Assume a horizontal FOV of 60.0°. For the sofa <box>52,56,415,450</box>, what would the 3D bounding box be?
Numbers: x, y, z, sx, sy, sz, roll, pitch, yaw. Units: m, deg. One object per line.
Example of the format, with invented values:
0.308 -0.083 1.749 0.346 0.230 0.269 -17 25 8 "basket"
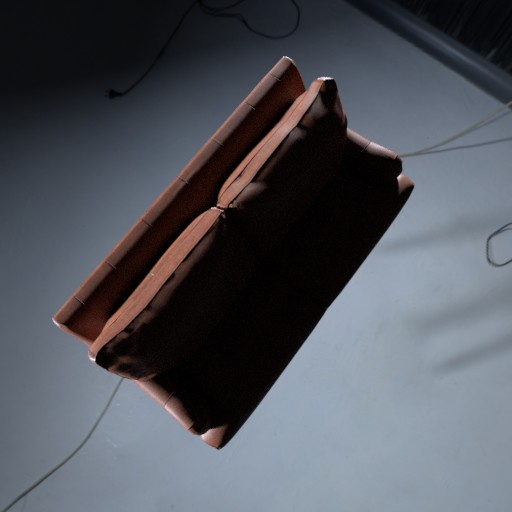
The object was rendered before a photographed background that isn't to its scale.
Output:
0.000 0.000 2.844 1.147 1.071 2.144 37 79 9 "sofa"
